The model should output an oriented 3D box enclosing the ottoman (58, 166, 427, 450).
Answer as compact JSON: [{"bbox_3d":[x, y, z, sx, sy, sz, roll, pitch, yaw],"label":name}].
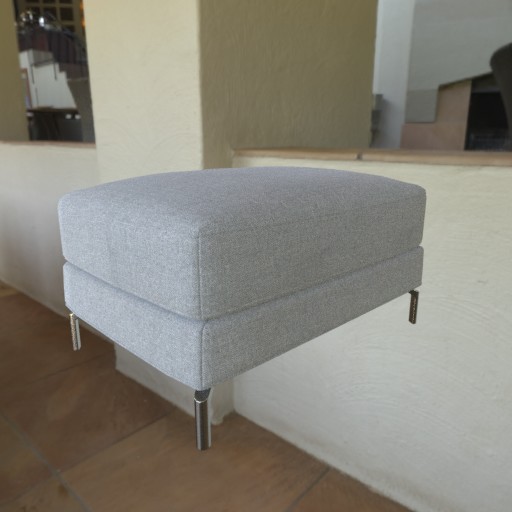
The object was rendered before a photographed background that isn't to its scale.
[{"bbox_3d":[0.000,0.000,1.185,0.838,0.457,0.584,-14,21,-43],"label":"ottoman"}]
